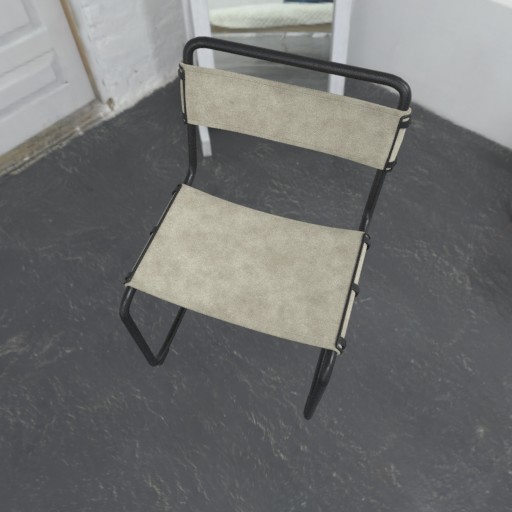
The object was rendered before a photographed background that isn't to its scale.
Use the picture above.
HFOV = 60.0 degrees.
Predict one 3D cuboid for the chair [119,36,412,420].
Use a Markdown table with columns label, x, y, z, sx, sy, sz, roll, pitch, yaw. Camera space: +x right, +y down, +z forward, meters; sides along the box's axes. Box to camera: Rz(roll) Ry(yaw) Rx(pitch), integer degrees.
| label | x | y | z | sx | sy | sz | roll | pitch | yaw |
| --- | --- | --- | --- | --- | --- | --- | --- | --- | --- |
| chair | 0.000 | 0.000 | 1.054 | 0.499 | 0.747 | 0.497 | 16 | 59 | 10 |
